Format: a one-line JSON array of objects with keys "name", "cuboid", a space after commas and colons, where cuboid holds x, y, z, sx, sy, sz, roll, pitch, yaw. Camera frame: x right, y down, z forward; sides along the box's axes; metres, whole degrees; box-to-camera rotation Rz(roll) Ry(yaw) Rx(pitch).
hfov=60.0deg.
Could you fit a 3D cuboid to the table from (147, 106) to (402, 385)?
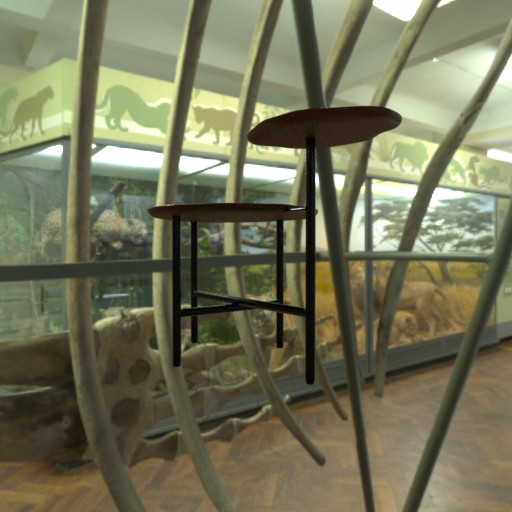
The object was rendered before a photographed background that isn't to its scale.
[{"name": "table", "cuboid": [0.000, 0.000, 1.090, 0.442, 0.538, 0.759, -1, 2, -36]}]
